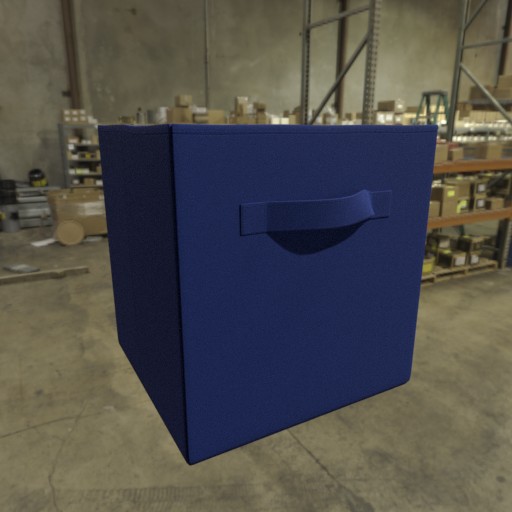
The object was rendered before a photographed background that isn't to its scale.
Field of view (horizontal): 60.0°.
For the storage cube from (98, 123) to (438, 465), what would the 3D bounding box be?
[{"bbox_3d":[0.000,0.000,0.493,0.270,0.280,0.270,-9,18,-28],"label":"storage cube"}]
